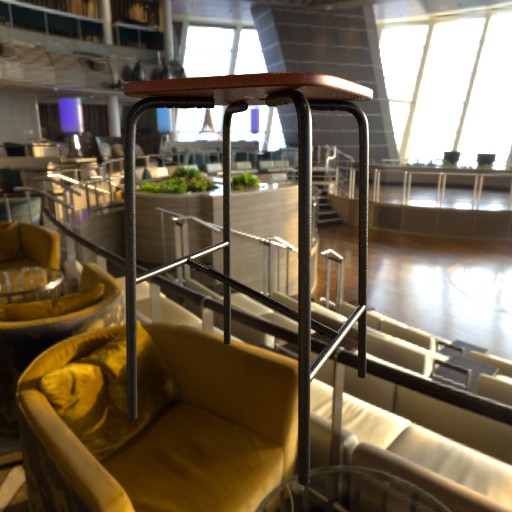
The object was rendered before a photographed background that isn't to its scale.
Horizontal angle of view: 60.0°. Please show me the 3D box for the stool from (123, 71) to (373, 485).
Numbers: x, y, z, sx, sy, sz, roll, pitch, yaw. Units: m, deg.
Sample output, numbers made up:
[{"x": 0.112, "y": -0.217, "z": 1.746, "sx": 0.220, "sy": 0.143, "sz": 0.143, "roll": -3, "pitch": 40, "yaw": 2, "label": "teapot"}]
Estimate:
[{"x": 0.000, "y": 0.000, "z": 0.856, "sx": 0.376, "sy": 0.610, "sz": 0.376, "roll": 8, "pitch": 17, "yaw": 26, "label": "stool"}]
